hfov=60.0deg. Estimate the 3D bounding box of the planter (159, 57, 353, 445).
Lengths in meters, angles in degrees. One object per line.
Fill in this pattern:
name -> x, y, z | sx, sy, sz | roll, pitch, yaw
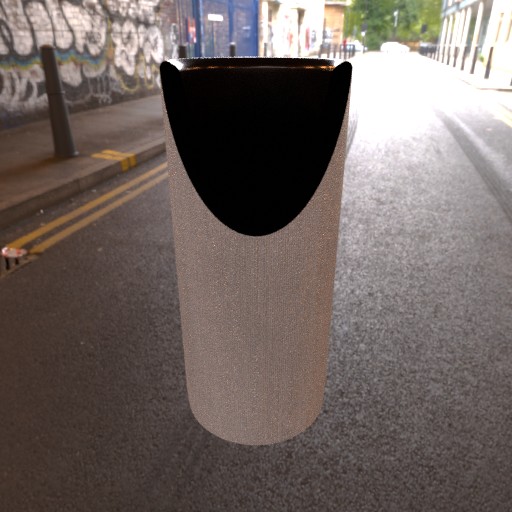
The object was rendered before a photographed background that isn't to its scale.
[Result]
planter -> 0.000, 0.000, 0.127 | 0.045, 0.103, 0.045 | -17, 31, -31
